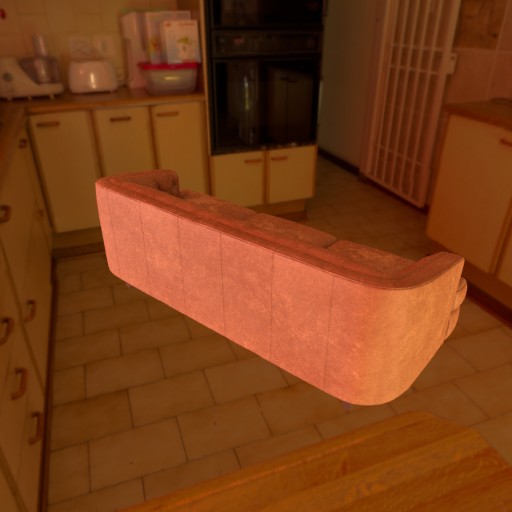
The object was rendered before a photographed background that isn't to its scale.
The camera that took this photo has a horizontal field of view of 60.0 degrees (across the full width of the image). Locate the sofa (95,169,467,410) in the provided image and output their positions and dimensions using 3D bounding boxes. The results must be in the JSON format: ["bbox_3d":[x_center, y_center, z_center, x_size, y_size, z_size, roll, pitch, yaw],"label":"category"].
[{"bbox_3d":[0.000,0.000,2.731,2.257,0.791,0.922,22,35,34],"label":"sofa"}]
